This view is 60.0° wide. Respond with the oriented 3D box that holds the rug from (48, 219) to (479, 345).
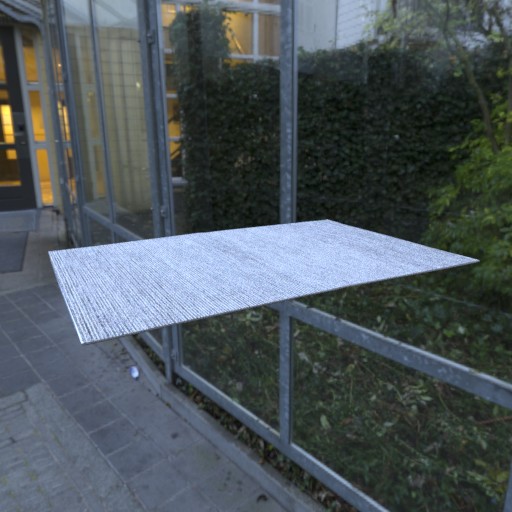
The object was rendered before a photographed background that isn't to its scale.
[{"bbox_3d":[0.000,0.000,2.178,1.789,0.021,1.159,-8,18,-27],"label":"rug"}]
